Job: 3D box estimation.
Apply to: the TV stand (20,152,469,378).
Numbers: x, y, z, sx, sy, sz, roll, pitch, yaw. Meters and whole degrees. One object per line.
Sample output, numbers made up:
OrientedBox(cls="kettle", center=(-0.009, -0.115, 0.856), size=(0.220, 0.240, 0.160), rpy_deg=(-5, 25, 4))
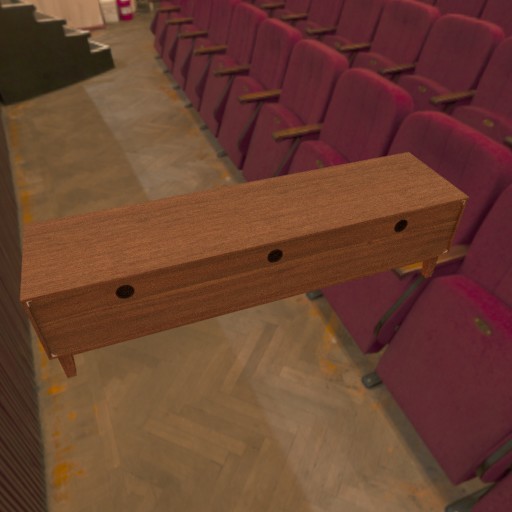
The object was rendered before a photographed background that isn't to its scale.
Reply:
OrientedBox(cls="TV stand", center=(0.000, 0.000, 1.646), size=(1.482, 0.409, 0.366), rpy_deg=(-13, 42, -15))
